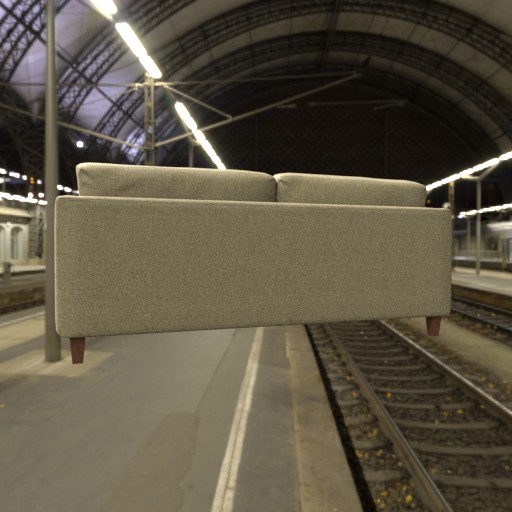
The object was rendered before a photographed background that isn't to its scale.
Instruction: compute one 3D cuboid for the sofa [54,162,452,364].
[{"bbox_3d":[0.000,0.000,2.753,2.208,0.960,0.956,0,1,-18],"label":"sofa"}]
